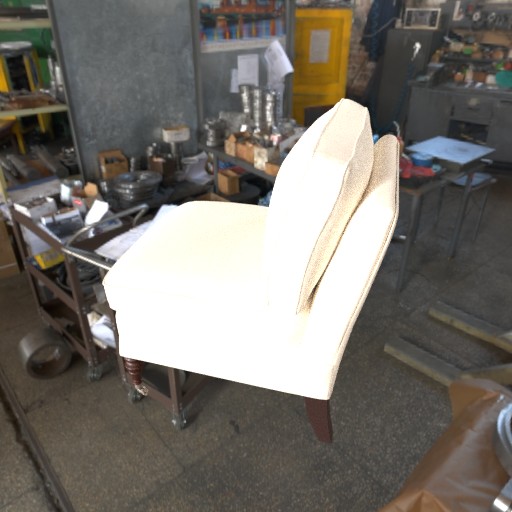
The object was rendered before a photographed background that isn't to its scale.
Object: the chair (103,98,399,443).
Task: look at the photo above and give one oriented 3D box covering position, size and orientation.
[{"bbox_3d":[0.000,0.000,1.417,0.781,0.887,0.630,8,31,14],"label":"chair"}]
